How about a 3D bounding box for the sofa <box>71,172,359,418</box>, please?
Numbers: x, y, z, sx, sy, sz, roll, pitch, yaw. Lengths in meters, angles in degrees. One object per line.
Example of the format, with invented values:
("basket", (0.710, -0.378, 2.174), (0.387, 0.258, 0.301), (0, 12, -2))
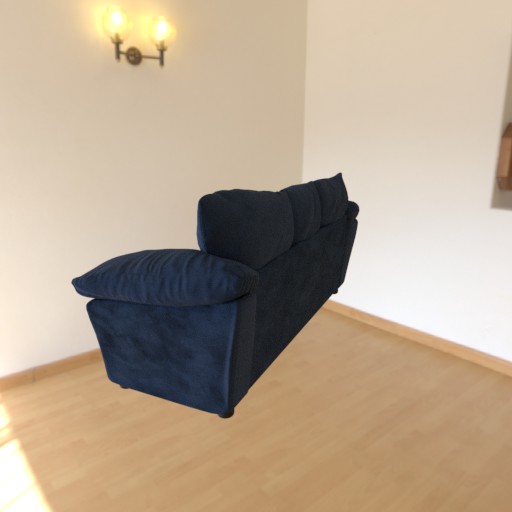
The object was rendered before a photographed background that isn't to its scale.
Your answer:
("sofa", (0.000, 0.000, 2.966), (0.907, 1.091, 2.390), (7, 17, 24))
